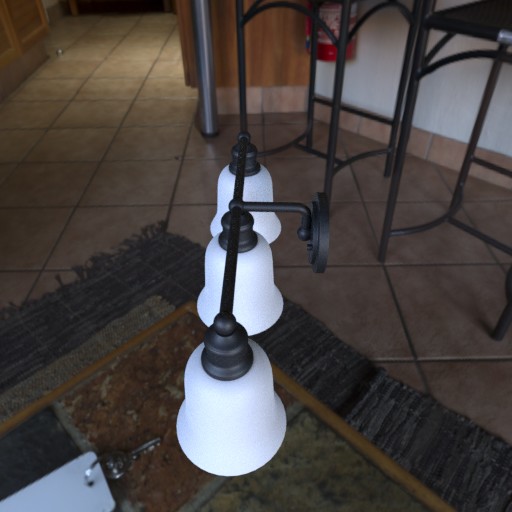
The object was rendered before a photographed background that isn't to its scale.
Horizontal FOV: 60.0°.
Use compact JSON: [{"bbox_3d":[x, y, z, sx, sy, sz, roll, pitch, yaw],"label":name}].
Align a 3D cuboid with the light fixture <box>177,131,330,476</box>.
[{"bbox_3d":[0.000,0.000,0.680,0.198,0.211,0.570,1,41,1],"label":"light fixture"}]
